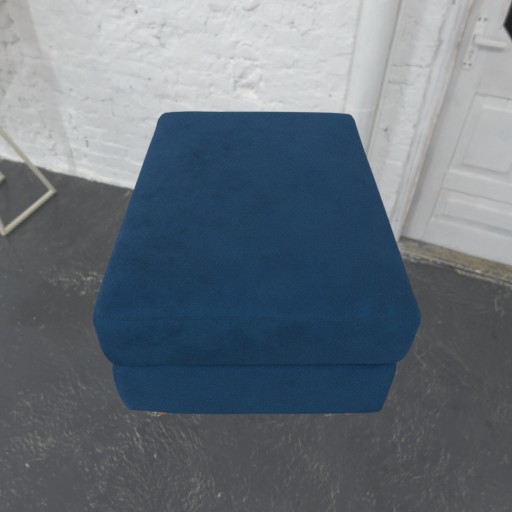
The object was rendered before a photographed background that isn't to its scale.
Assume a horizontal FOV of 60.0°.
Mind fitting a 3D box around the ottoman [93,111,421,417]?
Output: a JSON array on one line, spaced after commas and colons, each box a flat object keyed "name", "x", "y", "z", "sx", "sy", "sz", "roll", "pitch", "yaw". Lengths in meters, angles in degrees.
[{"name": "ottoman", "x": 0.000, "y": 0.000, "z": 1.132, "sx": 0.572, "sy": 0.503, "sz": 0.773, "roll": 0, "pitch": 44, "yaw": 0}]
